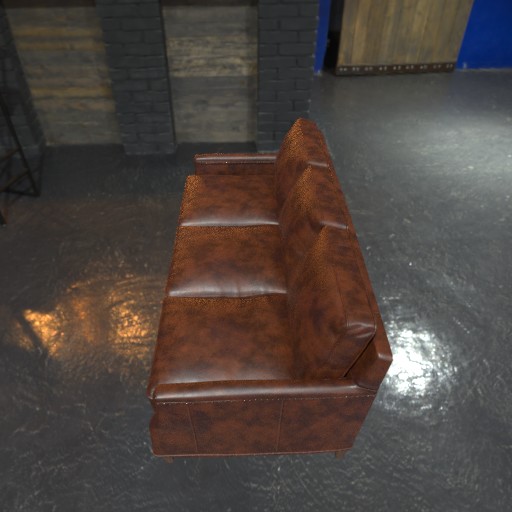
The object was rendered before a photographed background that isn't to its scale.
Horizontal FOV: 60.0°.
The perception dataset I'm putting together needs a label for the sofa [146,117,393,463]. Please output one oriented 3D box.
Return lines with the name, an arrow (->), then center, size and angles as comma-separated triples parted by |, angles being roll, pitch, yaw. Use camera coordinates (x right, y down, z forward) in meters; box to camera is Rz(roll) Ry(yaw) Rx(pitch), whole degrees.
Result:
sofa -> 0.000, 0.000, 2.819 | 1.084, 1.003, 2.240 | -1, 40, -1
